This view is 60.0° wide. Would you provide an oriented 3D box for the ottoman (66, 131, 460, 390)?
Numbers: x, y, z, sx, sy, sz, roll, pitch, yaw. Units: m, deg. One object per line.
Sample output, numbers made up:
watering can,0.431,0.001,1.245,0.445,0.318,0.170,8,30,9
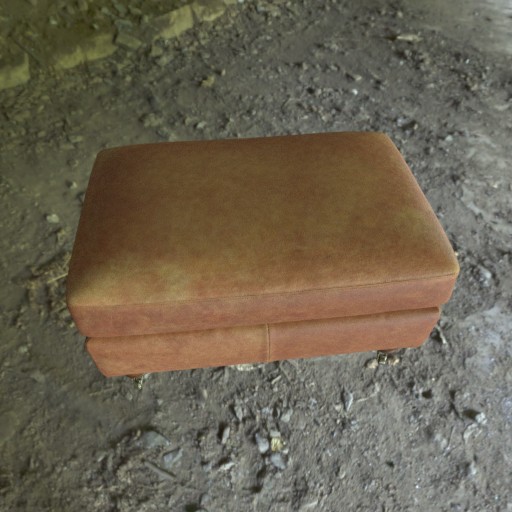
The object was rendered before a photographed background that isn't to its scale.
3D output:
ottoman,0.000,0.000,1.211,0.852,0.507,0.565,-5,48,-4
